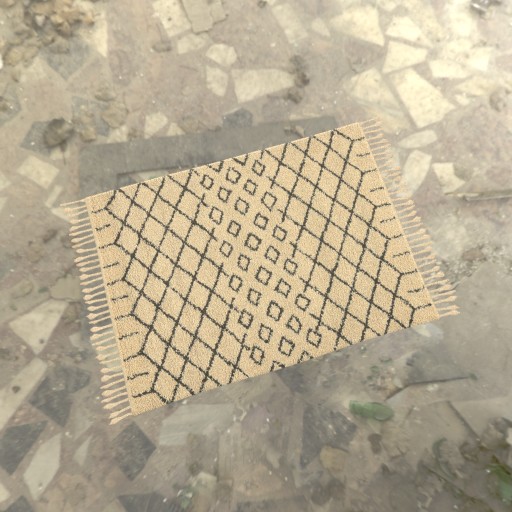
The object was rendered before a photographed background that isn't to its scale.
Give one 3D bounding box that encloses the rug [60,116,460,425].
[{"bbox_3d":[0.000,0.000,3.255,2.615,0.029,1.664,-16,76,-4],"label":"rug"}]
